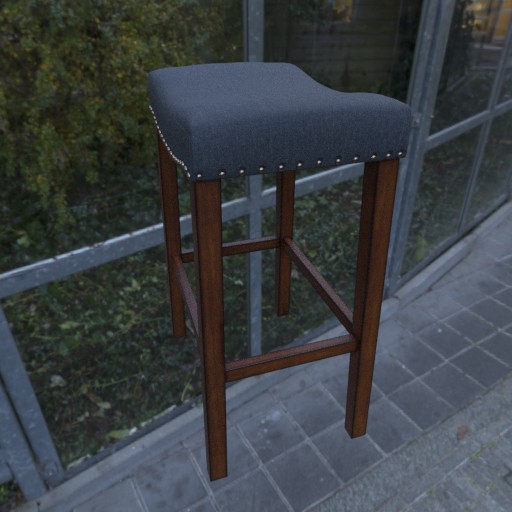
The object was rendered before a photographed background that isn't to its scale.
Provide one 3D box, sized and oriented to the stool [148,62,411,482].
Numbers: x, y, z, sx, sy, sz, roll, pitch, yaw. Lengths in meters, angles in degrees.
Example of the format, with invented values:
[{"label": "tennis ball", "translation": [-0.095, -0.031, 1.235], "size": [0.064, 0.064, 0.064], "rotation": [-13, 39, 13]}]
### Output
[{"label": "stool", "translation": [0.000, 0.000, 0.987], "size": [0.366, 0.748, 0.502], "rotation": [-10, 32, -16]}]
